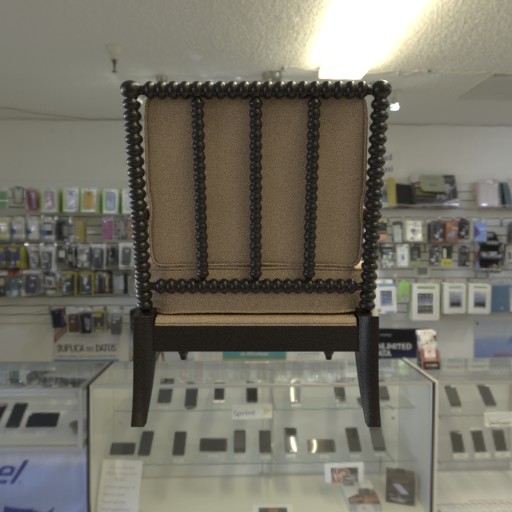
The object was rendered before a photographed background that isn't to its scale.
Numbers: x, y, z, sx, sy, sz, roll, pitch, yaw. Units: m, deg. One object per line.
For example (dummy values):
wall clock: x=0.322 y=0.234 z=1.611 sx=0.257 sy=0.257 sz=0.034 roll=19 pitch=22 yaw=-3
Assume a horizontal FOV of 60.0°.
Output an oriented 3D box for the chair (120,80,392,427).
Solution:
chair: x=0.000 y=0.000 z=1.175 sx=0.555 sy=0.703 sz=0.657 roll=0 pitch=2 yaw=0
